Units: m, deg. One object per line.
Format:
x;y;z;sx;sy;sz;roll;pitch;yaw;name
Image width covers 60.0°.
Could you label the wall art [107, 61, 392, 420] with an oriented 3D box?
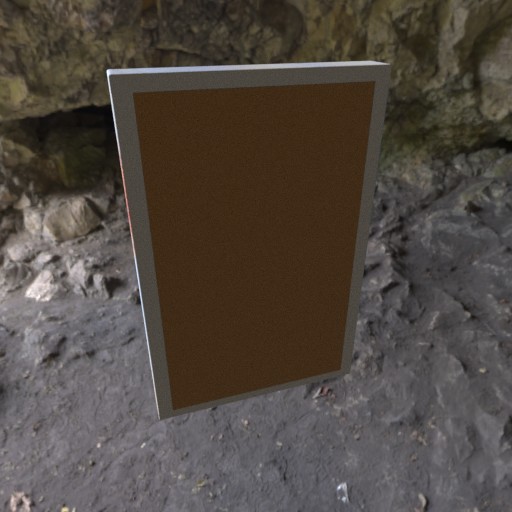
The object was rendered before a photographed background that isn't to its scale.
0.000;0.000;0.480;0.251;0.380;0.039;-9;30;-16;wall art
